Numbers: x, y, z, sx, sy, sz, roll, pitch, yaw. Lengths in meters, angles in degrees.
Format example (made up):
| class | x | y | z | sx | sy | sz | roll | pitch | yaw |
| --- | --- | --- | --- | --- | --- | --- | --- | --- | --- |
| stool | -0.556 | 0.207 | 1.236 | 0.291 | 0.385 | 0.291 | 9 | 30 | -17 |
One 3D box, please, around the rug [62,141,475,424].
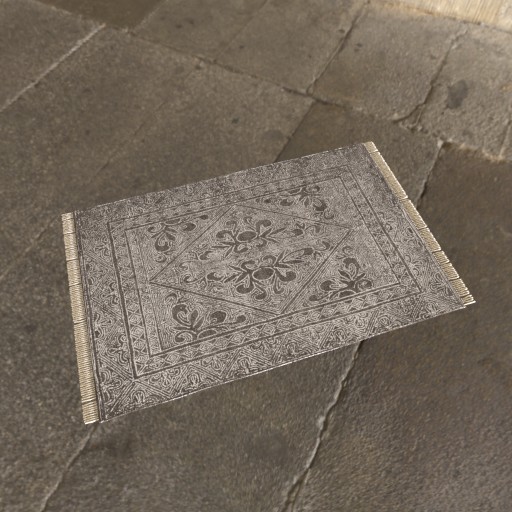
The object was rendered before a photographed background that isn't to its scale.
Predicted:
| class | x | y | z | sx | sy | sz | roll | pitch | yaw |
| --- | --- | --- | --- | --- | --- | --- | --- | --- | --- |
| rug | 0.000 | 0.000 | 2.987 | 2.440 | 0.010 | 1.529 | -15 | 59 | -9 |
